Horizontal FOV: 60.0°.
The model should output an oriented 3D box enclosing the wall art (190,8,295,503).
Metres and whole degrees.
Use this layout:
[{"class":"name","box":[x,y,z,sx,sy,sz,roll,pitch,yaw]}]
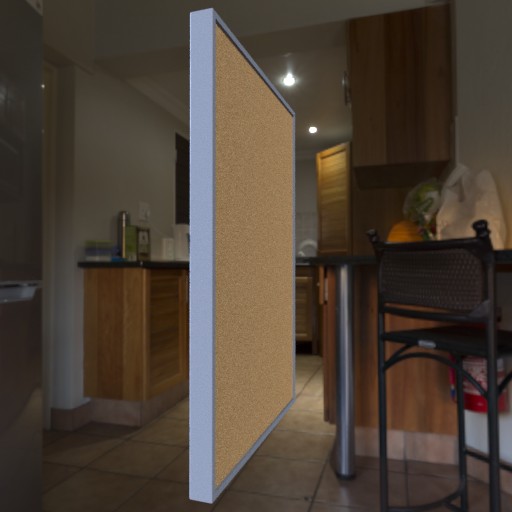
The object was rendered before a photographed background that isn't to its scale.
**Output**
[{"class":"wall art","box":[0.000,0.000,0.920,0.039,0.753,0.511,0,-1,19]}]
